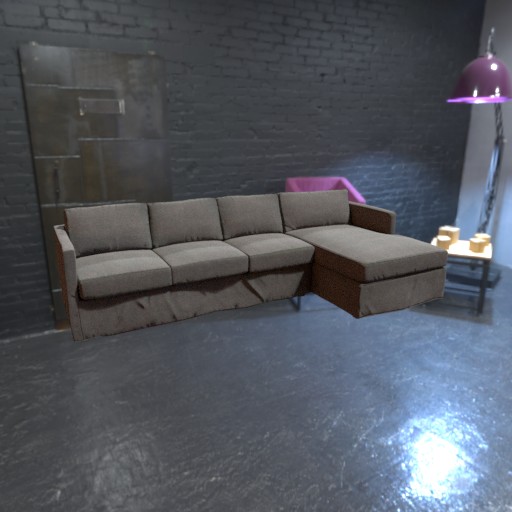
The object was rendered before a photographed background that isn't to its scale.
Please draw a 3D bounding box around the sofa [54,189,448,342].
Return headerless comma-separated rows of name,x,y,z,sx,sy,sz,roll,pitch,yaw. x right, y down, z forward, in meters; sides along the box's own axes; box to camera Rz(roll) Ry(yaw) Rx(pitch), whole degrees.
sofa,0.000,0.000,3.993,3.205,0.922,1.650,-8,18,-26
